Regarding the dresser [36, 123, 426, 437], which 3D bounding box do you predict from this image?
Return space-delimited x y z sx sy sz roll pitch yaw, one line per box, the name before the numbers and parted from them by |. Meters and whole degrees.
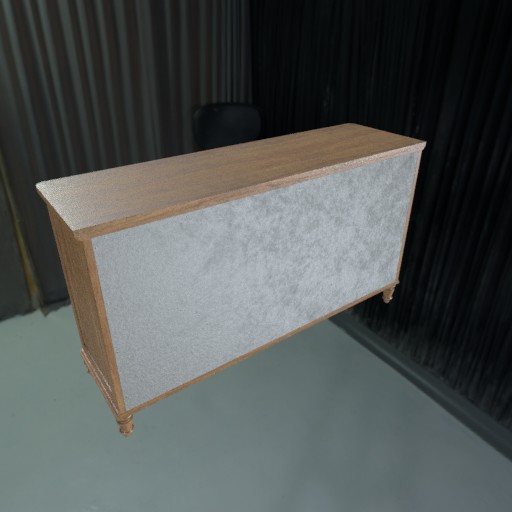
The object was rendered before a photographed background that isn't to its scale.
dresser | 0.000 0.000 2.007 1.583 0.892 0.468 -20 35 -31
